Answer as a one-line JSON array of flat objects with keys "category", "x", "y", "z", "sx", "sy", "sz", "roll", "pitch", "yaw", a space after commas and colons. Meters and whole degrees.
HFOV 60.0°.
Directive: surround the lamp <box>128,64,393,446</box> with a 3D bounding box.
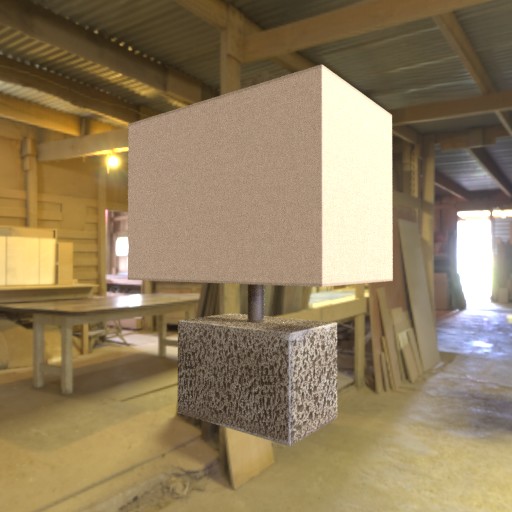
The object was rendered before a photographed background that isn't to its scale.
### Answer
[{"category": "lamp", "x": 0.000, "y": 0.000, "z": 0.573, "sx": 0.294, "sy": 0.411, "sz": 0.180, "roll": -1, "pitch": -1, "yaw": 37}]
